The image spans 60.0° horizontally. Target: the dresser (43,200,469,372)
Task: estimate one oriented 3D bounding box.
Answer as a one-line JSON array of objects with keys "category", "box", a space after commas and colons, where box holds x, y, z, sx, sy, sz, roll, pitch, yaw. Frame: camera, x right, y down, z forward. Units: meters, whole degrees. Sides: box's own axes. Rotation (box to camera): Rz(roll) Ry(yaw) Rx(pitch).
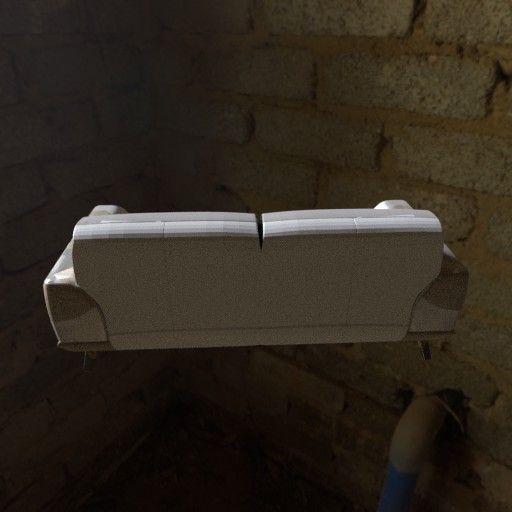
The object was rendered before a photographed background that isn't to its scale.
[{"category": "dresser", "box": [0.000, 0.000, 5.850, 4.679, 1.863, 2.251, -1, 29, -2]}]
